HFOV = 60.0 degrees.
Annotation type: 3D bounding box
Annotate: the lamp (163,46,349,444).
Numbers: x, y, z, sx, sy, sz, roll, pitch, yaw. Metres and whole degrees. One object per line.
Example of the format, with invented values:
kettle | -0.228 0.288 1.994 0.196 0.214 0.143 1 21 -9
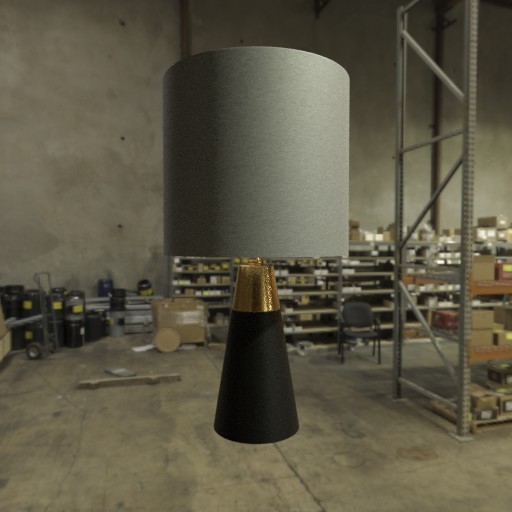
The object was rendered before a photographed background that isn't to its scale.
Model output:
lamp | 0.000 0.000 0.754 0.308 0.580 0.308 -1 2 -17
